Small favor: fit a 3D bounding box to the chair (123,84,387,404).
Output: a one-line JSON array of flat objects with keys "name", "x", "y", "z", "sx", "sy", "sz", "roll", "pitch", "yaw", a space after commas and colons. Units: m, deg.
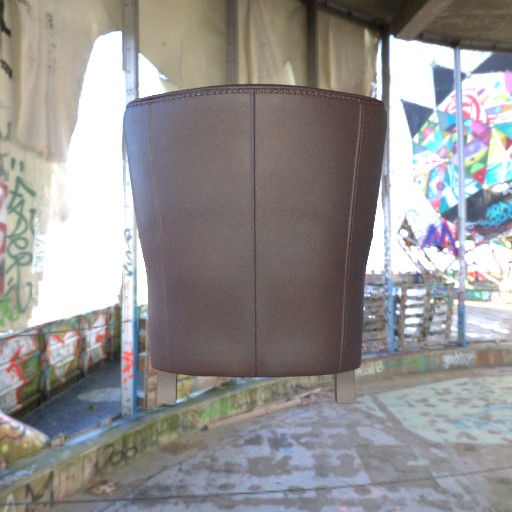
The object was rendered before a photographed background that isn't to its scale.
[{"name": "chair", "x": 0.000, "y": 0.000, "z": 1.379, "sx": 0.700, "sy": 0.800, "sz": 0.746, "roll": 0, "pitch": -1, "yaw": 0}]
